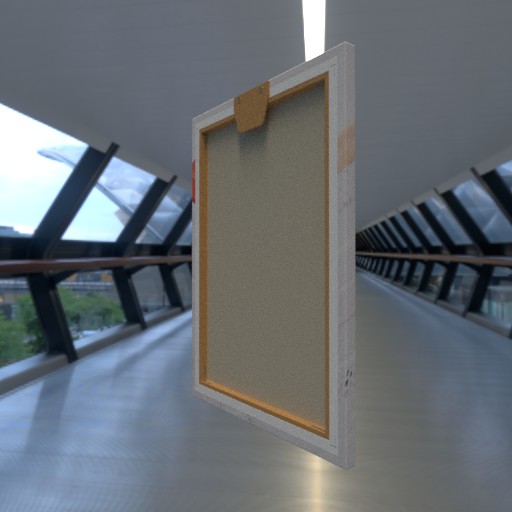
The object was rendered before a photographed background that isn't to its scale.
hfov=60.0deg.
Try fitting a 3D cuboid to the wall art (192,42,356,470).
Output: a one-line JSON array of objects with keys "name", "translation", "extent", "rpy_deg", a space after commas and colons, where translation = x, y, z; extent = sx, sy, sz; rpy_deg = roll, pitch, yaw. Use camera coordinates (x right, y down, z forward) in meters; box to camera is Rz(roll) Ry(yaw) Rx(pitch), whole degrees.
[{"name": "wall art", "translation": [0.000, 0.000, 1.125], "extent": [0.036, 0.848, 0.613], "rpy_deg": [0, -1, -38]}]
